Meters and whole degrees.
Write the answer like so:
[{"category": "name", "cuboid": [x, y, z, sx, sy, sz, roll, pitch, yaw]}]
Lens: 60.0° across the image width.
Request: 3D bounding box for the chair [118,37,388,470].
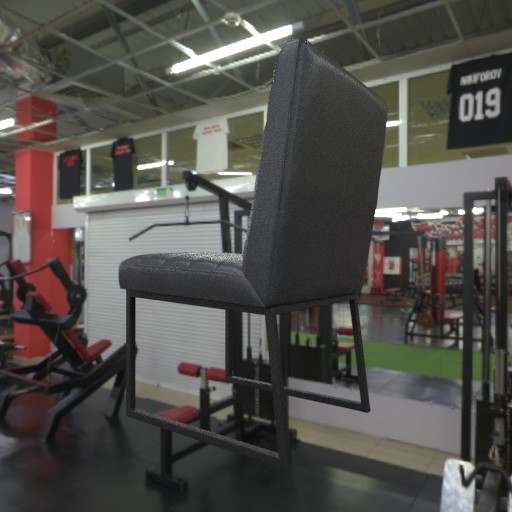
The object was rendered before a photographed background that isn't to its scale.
[{"category": "chair", "cuboid": [0.000, 0.000, 1.297, 0.634, 0.930, 0.520, 0, 0, 37]}]
